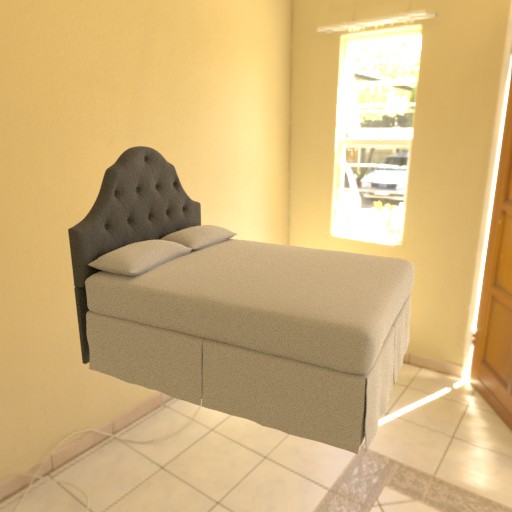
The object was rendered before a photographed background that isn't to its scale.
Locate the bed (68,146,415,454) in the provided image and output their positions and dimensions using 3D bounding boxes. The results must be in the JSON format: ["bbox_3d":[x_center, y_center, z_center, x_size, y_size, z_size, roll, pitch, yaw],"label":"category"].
[{"bbox_3d":[0.000,0.000,3.312,2.155,1.575,1.636,8,17,26],"label":"bed"}]
